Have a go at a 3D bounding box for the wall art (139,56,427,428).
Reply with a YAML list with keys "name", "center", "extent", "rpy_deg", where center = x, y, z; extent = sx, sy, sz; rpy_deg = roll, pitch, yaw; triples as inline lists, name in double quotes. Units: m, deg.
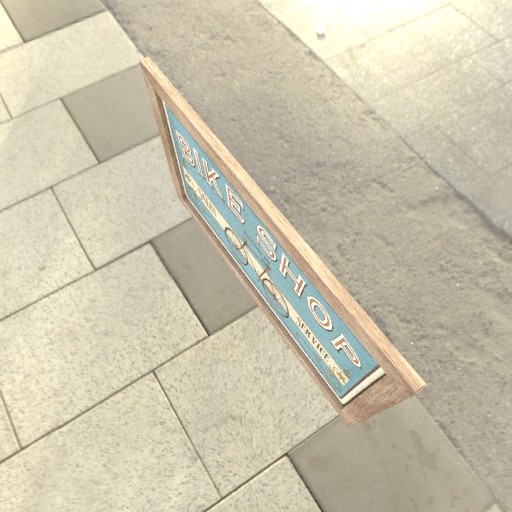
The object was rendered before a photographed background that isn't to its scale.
- name: "wall art"
  center: [0.000, 0.000, 0.953]
  extent: [0.021, 0.480, 0.780]
  rpy_deg: [-32, 68, -15]
